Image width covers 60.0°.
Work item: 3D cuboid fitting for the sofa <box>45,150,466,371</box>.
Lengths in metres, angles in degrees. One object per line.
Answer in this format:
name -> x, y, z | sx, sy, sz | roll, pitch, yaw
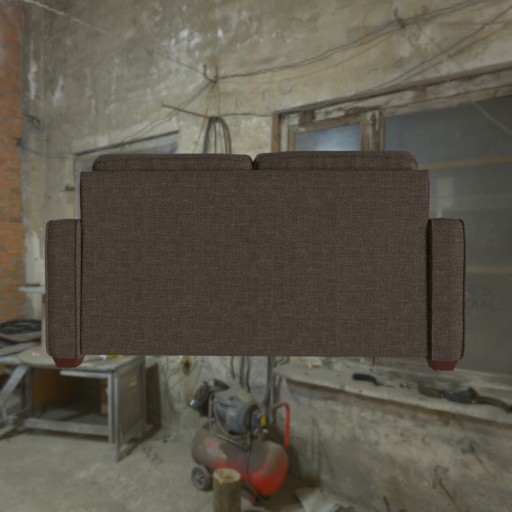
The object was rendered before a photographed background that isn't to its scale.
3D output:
sofa -> 0.000, 0.000, 2.229 | 1.709, 0.918, 0.947 | 0, 1, 2
